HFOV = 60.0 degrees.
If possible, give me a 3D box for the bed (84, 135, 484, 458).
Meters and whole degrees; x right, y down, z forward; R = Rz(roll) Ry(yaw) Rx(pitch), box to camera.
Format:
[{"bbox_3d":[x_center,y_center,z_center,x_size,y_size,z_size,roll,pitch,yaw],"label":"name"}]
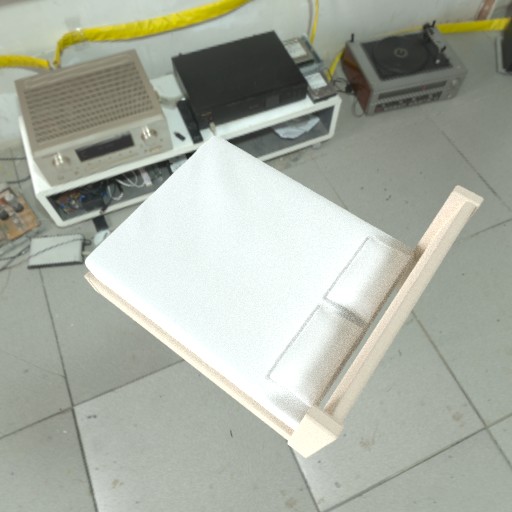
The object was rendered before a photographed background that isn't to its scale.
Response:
[{"bbox_3d":[0.000,0.000,3.439,2.293,1.471,1.778,33,67,16],"label":"bed"}]
